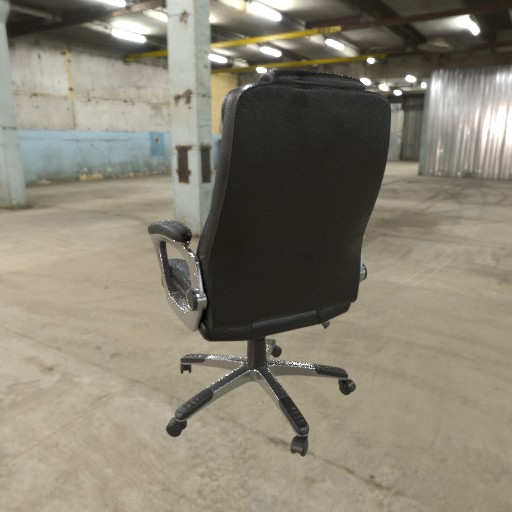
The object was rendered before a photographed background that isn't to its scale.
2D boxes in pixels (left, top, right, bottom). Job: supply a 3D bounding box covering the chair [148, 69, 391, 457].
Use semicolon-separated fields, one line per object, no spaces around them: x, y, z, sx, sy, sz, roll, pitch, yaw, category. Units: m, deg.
0.000;0.000;1.478;0.697;1.075;0.689;-7;15;-28;chair
